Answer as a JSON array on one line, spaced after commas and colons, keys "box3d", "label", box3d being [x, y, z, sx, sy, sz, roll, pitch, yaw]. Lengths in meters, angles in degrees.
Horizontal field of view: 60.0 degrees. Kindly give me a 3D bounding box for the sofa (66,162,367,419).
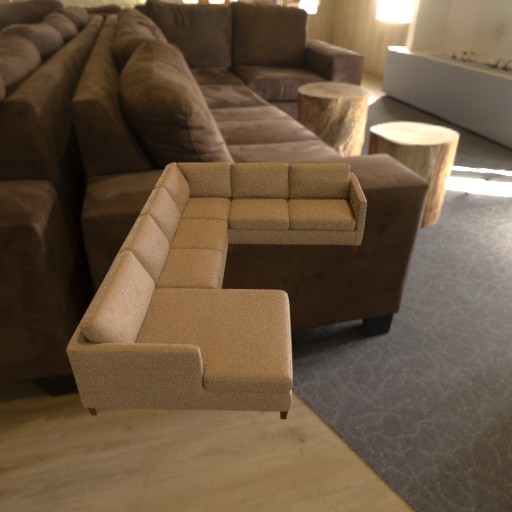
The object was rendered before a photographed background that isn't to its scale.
[{"box3d": [0.000, 0.000, 4.530, 2.551, 0.889, 3.403, 1, 32, 1], "label": "sofa"}]
